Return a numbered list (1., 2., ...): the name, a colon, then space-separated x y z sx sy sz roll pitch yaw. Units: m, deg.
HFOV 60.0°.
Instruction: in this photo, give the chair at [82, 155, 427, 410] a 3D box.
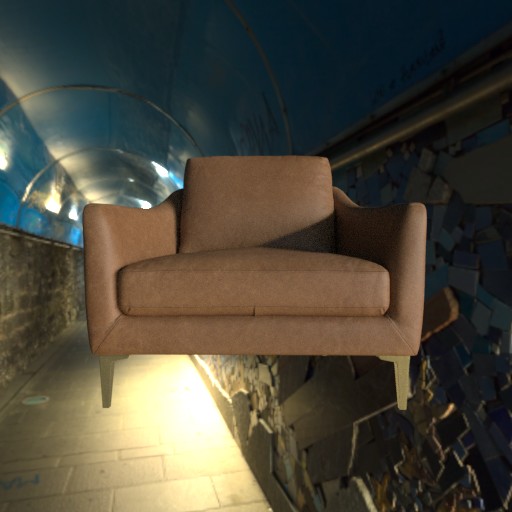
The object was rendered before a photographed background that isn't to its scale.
1. chair: 0.000 0.000 1.715 0.988 0.895 0.963 0 -1 1
